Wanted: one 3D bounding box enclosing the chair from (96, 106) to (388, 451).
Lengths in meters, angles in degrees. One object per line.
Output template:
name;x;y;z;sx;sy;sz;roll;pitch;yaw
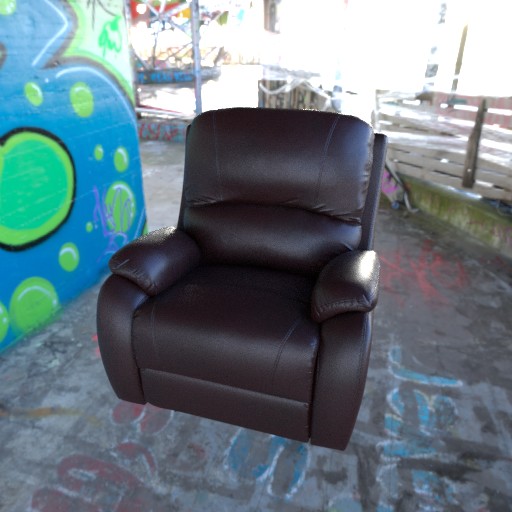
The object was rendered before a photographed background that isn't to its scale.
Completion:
chair;0.000;0.000;1.703;0.930;1.011;0.899;7;27;15
